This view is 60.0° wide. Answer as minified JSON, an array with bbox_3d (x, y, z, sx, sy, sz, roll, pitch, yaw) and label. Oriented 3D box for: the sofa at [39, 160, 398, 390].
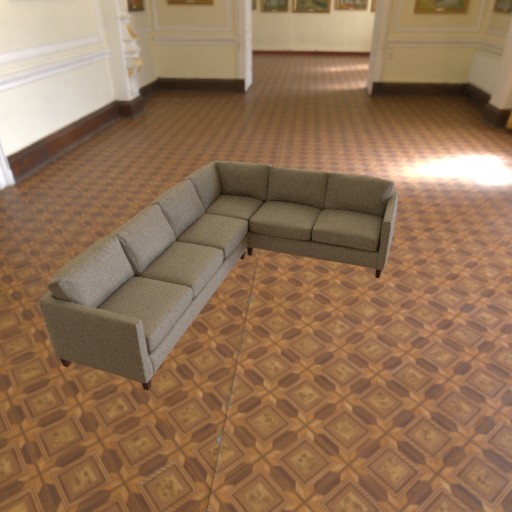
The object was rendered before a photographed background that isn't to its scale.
[{"bbox_3d":[0.000,0.000,4.574,2.593,0.947,3.302,10,32,17],"label":"sofa"}]
